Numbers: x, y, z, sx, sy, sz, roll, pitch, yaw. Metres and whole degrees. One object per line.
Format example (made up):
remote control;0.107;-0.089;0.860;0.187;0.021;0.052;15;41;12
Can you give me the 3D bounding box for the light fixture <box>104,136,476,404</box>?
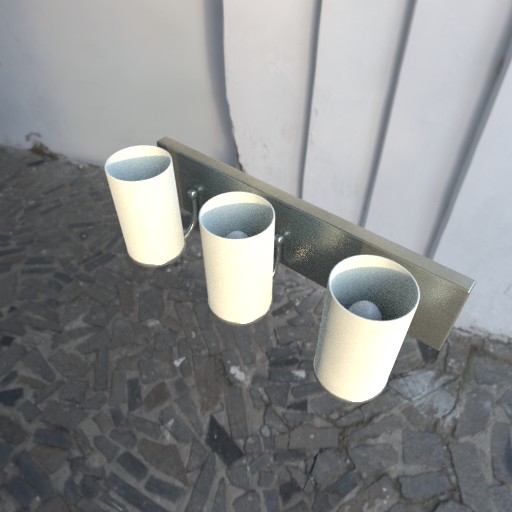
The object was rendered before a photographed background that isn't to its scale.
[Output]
light fixture;0.000;0.000;0.539;0.451;0.172;0.145;30;52;26
